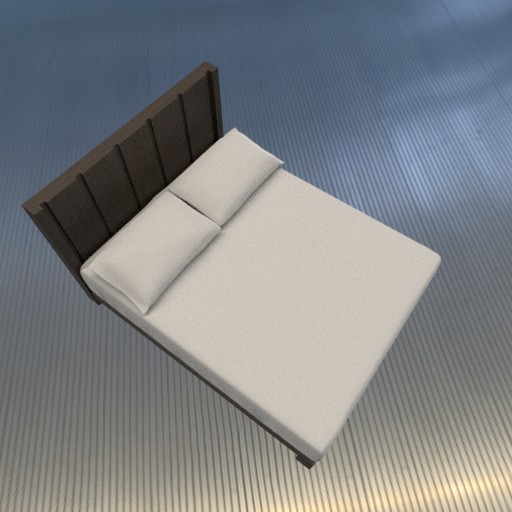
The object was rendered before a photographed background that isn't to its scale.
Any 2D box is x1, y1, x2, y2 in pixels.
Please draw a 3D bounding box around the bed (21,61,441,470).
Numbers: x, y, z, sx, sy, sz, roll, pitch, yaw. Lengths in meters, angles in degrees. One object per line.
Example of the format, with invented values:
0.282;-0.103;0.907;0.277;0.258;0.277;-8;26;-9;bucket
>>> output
0.000;0.000;3.225;2.242;1.270;1.727;32;64;18;bed
